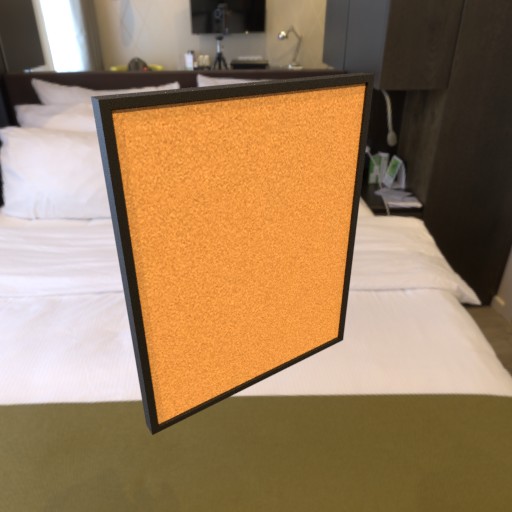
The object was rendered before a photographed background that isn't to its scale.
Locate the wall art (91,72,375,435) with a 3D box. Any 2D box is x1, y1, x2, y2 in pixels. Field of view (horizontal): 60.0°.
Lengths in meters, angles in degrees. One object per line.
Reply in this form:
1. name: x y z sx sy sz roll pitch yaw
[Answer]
1. wall art: 0.000 0.000 0.764 0.457 0.559 0.029 -18 33 -30
